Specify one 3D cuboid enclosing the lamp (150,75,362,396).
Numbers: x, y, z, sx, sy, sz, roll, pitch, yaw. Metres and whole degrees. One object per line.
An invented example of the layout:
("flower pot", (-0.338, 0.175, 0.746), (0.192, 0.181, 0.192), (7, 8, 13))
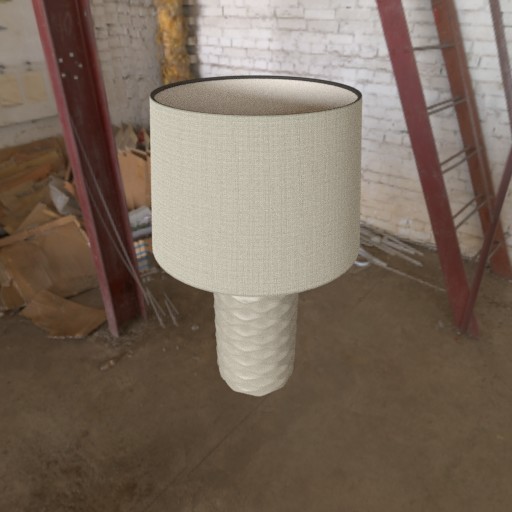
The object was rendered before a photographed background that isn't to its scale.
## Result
("lamp", (0.000, 0.000, 0.840), (0.376, 0.594, 0.376), (0, 30, 0))
